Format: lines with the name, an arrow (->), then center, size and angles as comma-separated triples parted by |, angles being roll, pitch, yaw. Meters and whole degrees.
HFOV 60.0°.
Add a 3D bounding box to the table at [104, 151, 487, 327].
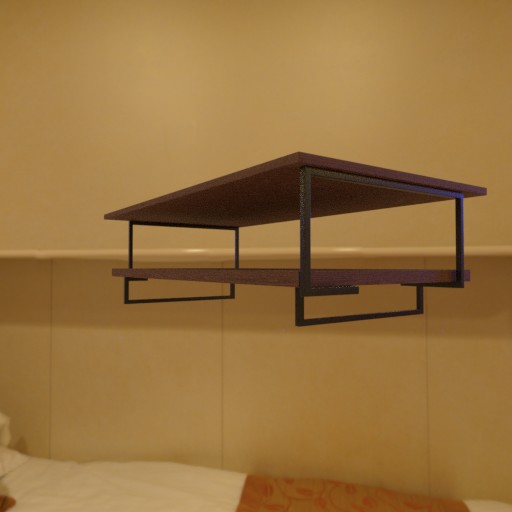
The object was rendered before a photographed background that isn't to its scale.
table -> 0.000, 0.000, 1.469 | 0.651, 0.347, 1.197 | 1, -2, -35
